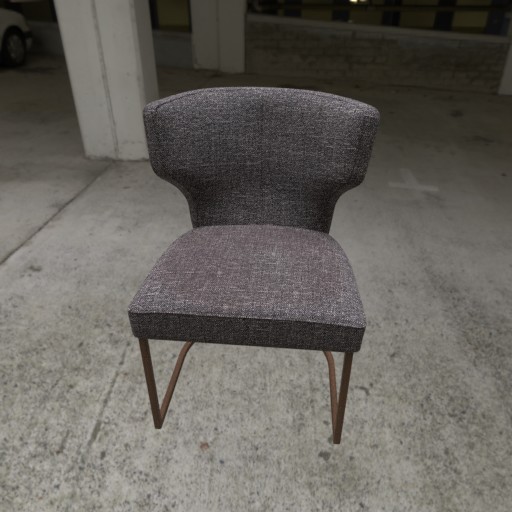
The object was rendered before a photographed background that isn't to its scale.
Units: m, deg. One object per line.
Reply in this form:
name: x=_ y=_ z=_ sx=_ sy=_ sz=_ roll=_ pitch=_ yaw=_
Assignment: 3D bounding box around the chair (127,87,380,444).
chair: x=0.000 y=0.000 z=1.267 sx=0.611 sy=0.824 sz=0.617 roll=3 pitch=31 yaw=5
